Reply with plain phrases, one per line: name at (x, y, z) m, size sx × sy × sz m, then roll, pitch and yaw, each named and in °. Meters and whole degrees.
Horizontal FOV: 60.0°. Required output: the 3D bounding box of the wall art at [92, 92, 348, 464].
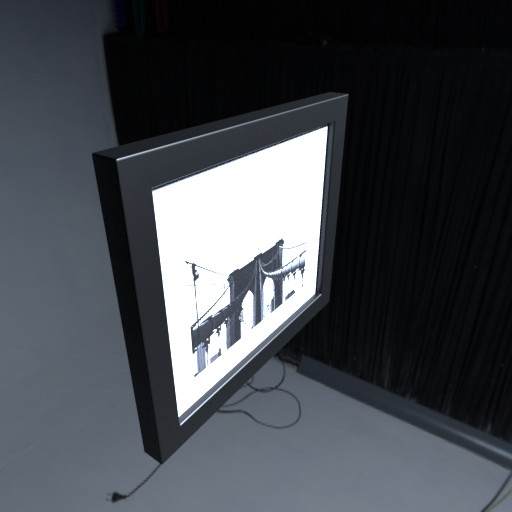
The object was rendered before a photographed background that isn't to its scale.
wall art at (0.000, 0.000, 0.536) m, size 0.028 × 0.330 × 0.380 m, roll 19°, pitch 33°, yaw 31°
